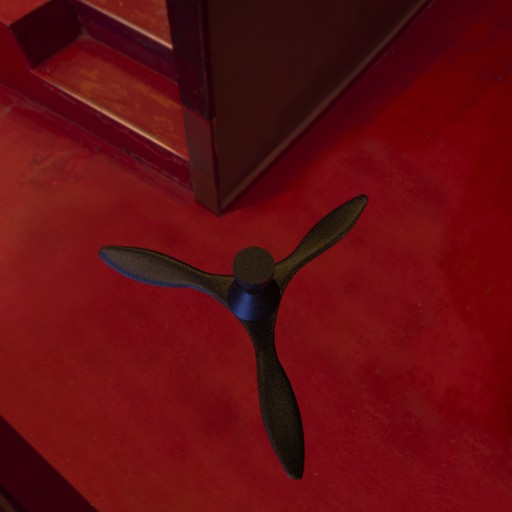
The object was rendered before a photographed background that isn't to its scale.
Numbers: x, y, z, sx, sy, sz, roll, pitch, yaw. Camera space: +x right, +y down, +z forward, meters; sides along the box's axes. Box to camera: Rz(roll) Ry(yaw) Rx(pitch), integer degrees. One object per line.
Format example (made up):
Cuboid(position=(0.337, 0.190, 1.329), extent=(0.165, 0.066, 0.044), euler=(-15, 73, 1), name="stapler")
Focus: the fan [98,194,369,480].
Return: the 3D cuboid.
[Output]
Cuboid(position=(0.000, 0.000, 1.623), extent=(1.067, 0.305, 1.067), euler=(32, 67, 16), name="fan")
